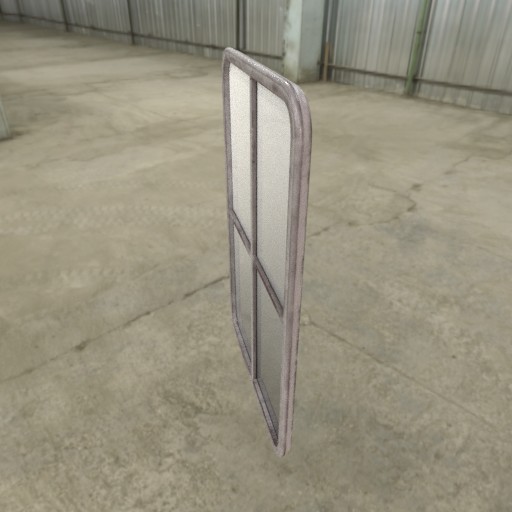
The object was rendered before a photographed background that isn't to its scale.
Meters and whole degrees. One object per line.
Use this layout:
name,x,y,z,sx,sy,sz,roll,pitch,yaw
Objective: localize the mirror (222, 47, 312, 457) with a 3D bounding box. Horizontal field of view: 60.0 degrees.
mirror,0.000,0.000,0.874,0.024,0.713,0.461,-8,33,-13
